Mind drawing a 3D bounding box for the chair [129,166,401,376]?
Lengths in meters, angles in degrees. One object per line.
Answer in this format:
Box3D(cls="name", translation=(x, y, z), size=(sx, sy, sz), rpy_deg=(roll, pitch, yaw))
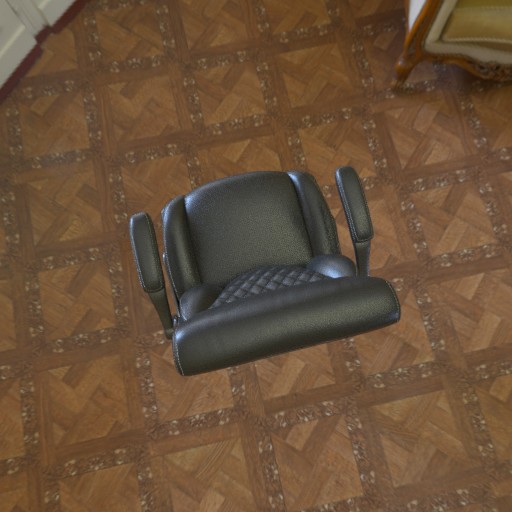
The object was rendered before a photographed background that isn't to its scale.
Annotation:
Box3D(cls="chair", translation=(0.000, 0.000, 1.596), size=(0.782, 1.110, 0.724), rpy_deg=(-13, 76, -3))
